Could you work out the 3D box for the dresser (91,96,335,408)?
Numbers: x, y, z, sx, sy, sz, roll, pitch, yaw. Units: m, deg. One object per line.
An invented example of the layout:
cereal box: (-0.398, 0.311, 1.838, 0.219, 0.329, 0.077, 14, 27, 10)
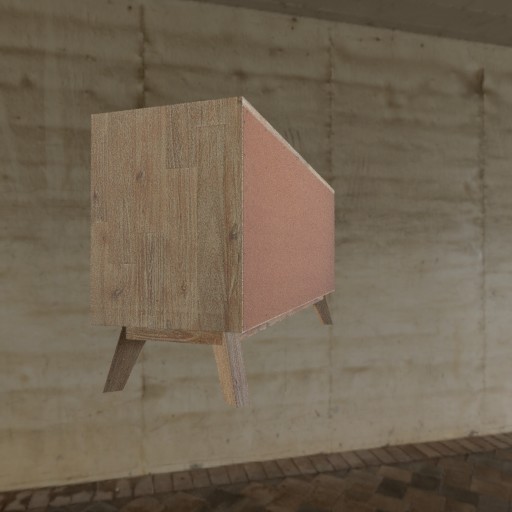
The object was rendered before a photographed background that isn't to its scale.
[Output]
dresser: (0.000, 0.000, 1.937, 0.455, 0.788, 1.602, 0, 0, 18)
